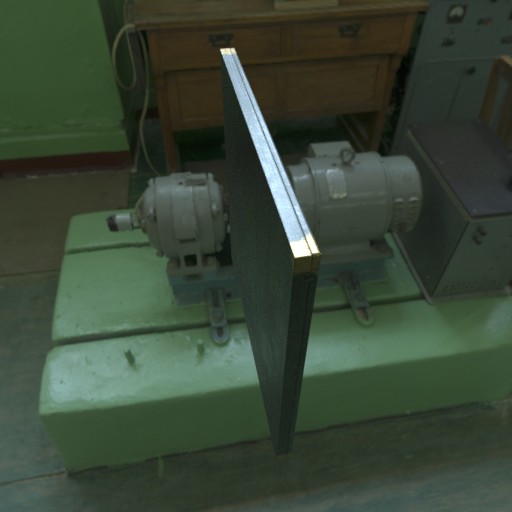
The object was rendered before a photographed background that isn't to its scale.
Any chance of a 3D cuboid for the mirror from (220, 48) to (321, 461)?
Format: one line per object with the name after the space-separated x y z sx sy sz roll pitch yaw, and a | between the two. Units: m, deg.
0.000 0.000 0.574 0.020 0.381 0.382 -8 46 -8 | mirror
